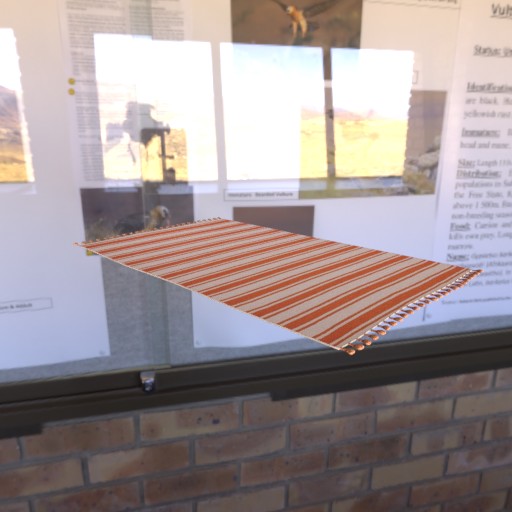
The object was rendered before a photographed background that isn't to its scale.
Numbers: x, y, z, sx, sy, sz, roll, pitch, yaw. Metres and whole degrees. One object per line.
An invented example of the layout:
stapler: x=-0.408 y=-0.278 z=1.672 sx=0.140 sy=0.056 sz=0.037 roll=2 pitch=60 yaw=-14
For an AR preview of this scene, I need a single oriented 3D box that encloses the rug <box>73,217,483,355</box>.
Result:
rug: x=0.000 y=0.000 z=2.549 sx=2.092 sy=0.017 sz=1.232 roll=15 pitch=22 yaw=42
